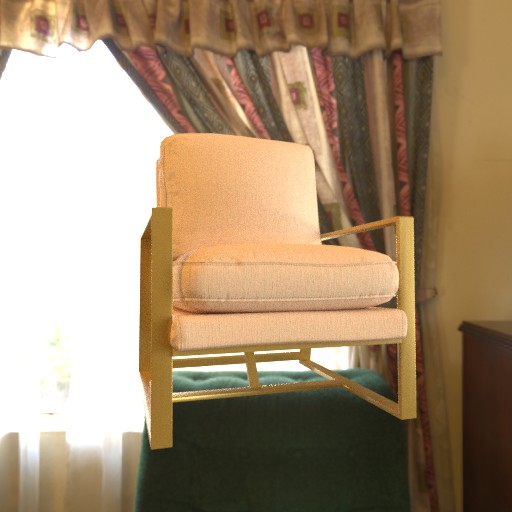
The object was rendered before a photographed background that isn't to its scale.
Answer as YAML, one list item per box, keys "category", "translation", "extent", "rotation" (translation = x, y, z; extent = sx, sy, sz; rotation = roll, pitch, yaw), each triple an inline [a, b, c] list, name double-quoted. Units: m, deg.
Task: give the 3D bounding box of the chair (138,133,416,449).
- category: "chair"
  translation: [0.000, 0.000, 1.542]
  extent: [0.758, 0.956, 0.813]
  rotation: [0, -1, -17]
